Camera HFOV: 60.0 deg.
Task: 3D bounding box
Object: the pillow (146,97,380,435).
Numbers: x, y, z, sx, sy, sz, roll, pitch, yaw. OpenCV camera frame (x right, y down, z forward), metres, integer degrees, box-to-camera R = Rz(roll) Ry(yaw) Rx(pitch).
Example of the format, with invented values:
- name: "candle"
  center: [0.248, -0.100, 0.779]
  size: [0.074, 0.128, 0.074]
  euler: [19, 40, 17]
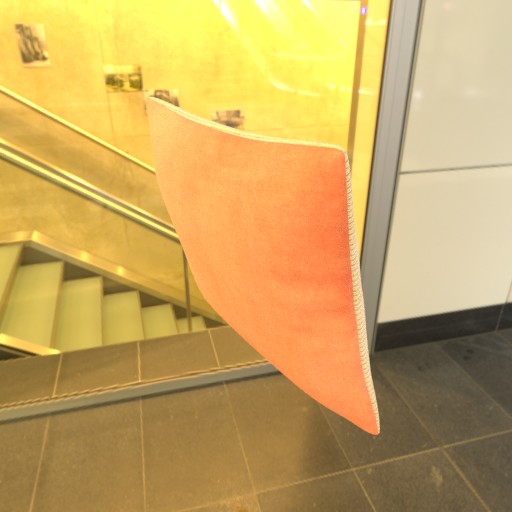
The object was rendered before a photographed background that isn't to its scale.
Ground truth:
- name: "pillow"
  center: [0.000, 0.000, 0.637]
  size: [0.177, 0.401, 0.424]
  euler: [-17, 31, -30]
